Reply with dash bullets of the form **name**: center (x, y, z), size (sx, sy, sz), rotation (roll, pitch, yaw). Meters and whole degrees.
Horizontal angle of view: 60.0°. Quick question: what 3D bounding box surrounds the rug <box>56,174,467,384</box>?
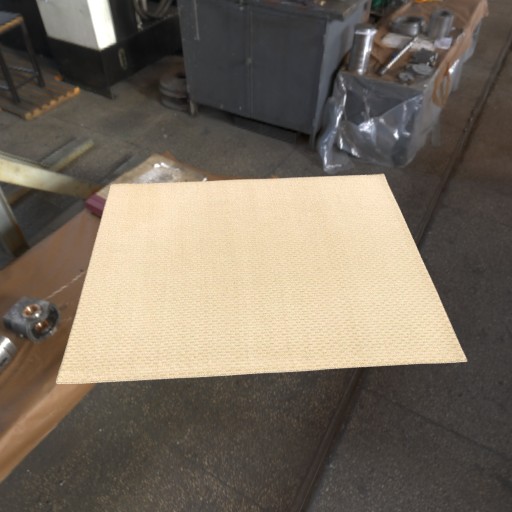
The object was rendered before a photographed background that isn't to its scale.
- **rug**: center (0.000, 0.000, 3.892), size (2.897, 0.035, 2.277), rotation (-3, 46, -3)
